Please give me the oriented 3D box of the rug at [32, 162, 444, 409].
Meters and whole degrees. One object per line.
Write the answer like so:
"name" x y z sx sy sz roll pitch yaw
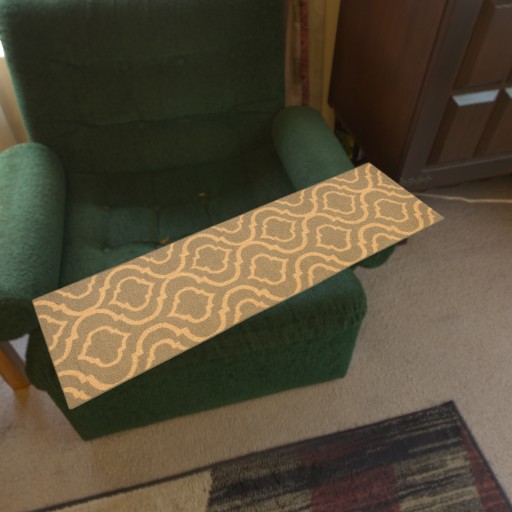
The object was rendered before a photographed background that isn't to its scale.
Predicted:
"rug" 0.000 0.000 2.474 2.275 0.009 0.684 -24 51 -21
